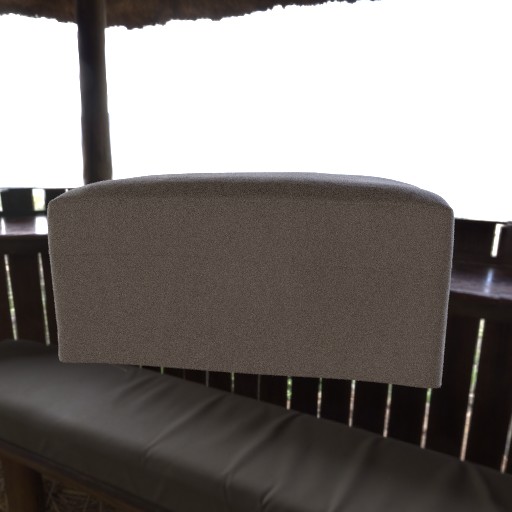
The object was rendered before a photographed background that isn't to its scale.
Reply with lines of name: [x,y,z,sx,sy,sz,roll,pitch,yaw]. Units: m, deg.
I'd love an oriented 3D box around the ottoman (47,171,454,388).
ottoman: [0.000,0.000,1.189,0.872,0.444,0.590,2,14,8]
